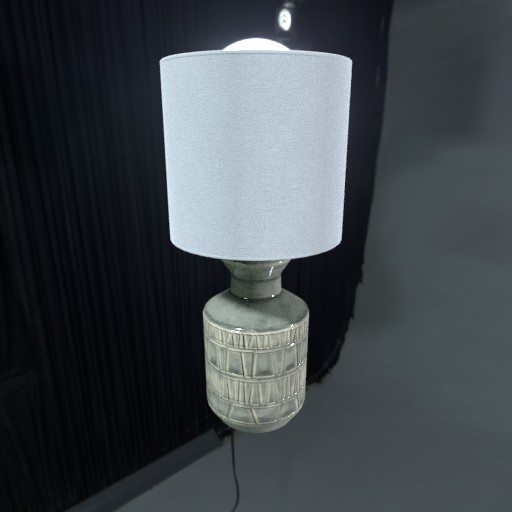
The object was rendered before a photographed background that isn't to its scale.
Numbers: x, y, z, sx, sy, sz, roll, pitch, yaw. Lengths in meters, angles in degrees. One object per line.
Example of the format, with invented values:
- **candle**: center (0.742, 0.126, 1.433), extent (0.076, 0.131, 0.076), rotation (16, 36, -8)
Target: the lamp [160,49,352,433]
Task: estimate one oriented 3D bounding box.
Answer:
- **lamp**: center (0.000, 0.000, 0.566), extent (0.211, 0.455, 0.211), rotation (-16, 24, -42)
